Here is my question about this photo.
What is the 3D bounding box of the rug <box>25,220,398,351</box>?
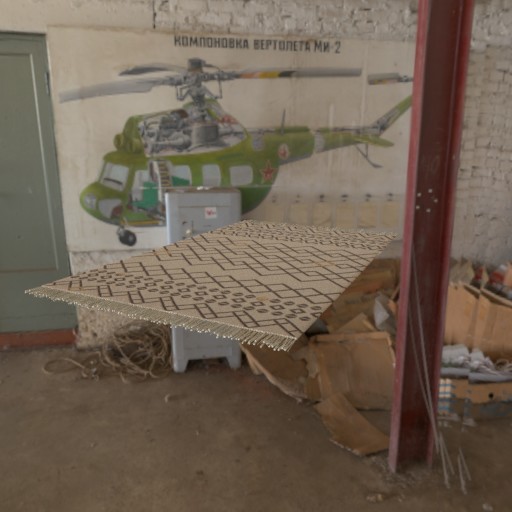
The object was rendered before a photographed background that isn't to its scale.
[{"bbox_3d":[0.000,0.000,2.498,1.224,0.028,2.023,7,16,26],"label":"rug"}]
